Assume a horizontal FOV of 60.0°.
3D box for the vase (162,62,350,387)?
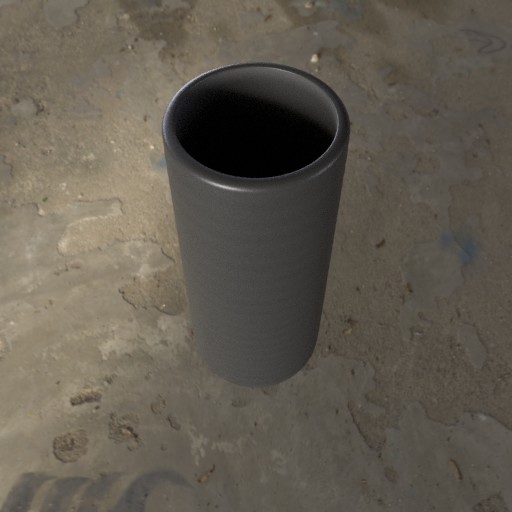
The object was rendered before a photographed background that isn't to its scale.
[{"bbox_3d":[0.000,0.000,0.369,0.136,0.289,0.136,2,58,1],"label":"vase"}]
